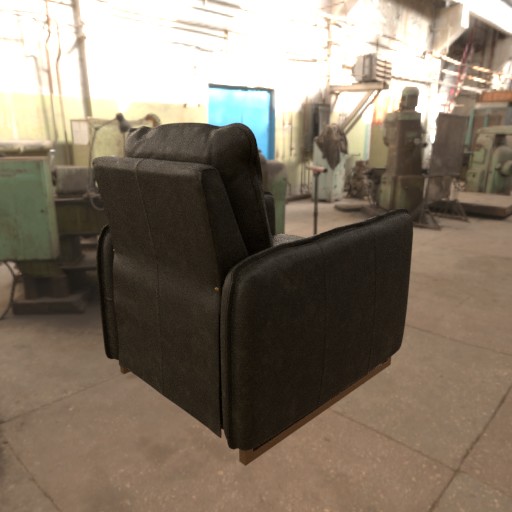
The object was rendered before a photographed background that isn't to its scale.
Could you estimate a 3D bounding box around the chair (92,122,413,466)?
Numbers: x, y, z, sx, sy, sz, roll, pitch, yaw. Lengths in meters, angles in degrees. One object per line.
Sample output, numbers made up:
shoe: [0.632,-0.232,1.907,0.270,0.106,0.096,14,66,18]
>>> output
chair: [0.000,0.000,1.616,0.921,0.921,0.830,-15,21,-43]
